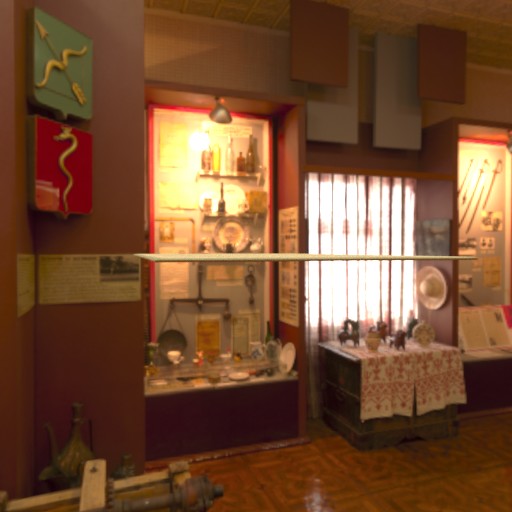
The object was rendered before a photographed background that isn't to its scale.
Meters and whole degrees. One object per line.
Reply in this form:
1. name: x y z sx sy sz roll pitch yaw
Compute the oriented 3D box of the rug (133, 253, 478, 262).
1. rug: 0.000 0.000 3.580 1.819 0.018 2.746 0 1 -17
